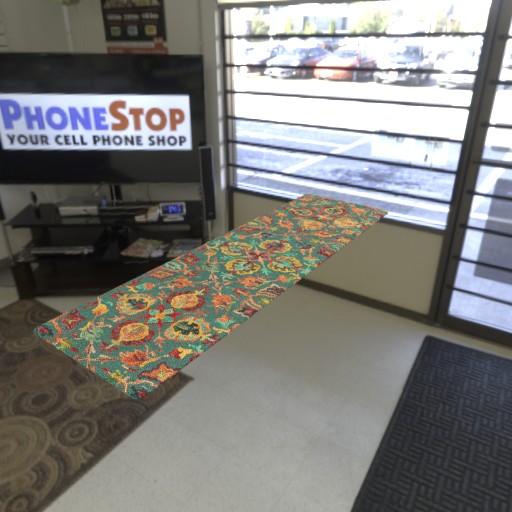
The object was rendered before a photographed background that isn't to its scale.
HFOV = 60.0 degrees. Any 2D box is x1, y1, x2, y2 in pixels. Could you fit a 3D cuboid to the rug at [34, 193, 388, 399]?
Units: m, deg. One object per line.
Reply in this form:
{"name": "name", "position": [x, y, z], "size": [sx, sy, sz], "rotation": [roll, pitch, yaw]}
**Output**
{"name": "rug", "position": [0.000, 0.000, 2.521], "size": [0.686, 0.013, 2.286], "rotation": [18, 31, 32]}
